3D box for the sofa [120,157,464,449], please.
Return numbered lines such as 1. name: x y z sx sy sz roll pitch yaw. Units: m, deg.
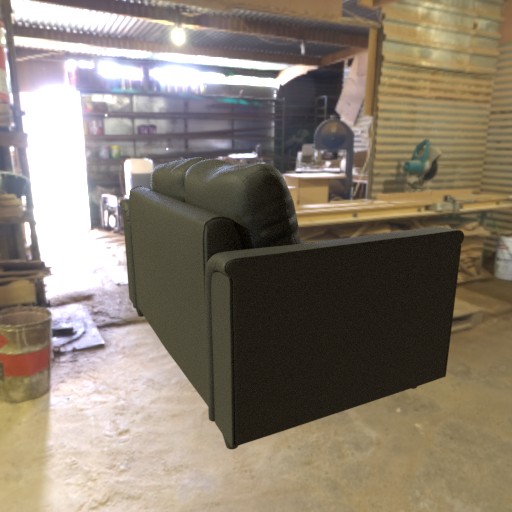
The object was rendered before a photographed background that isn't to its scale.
1. sofa: 0.000 0.000 1.942 0.887 0.845 1.386 -7 16 -26
